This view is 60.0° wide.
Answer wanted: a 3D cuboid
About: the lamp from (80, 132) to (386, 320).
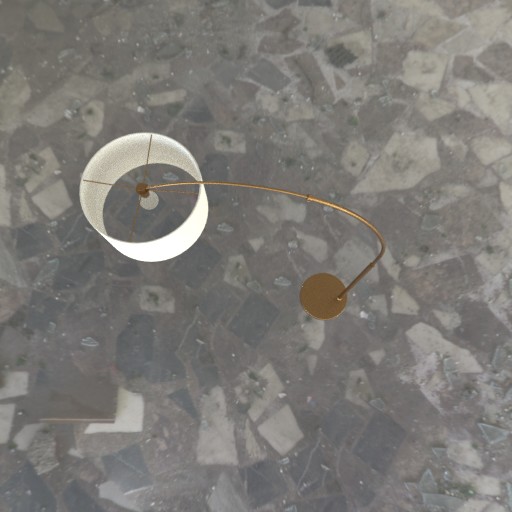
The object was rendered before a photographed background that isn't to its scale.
[{"bbox_3d":[0.000,0.000,2.589,1.434,1.927,0.493,6,74,2],"label":"lamp"}]
